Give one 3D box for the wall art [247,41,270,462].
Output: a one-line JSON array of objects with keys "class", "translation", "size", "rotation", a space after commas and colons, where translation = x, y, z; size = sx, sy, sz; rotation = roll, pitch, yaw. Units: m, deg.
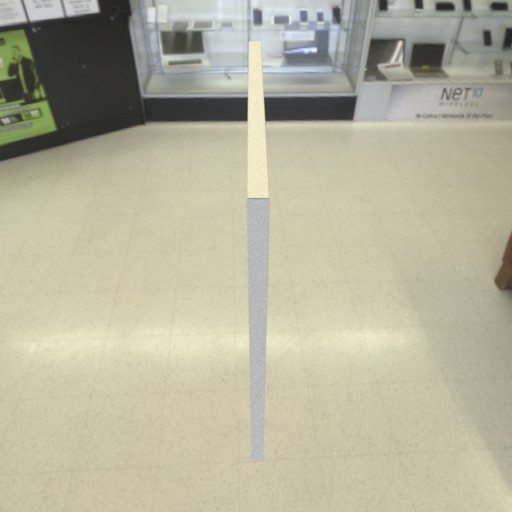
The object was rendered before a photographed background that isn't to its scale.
[{"class": "wall art", "translation": [0.000, 0.000, 0.733], "size": [0.020, 0.536, 0.444], "rotation": [0, 42, 0]}]
